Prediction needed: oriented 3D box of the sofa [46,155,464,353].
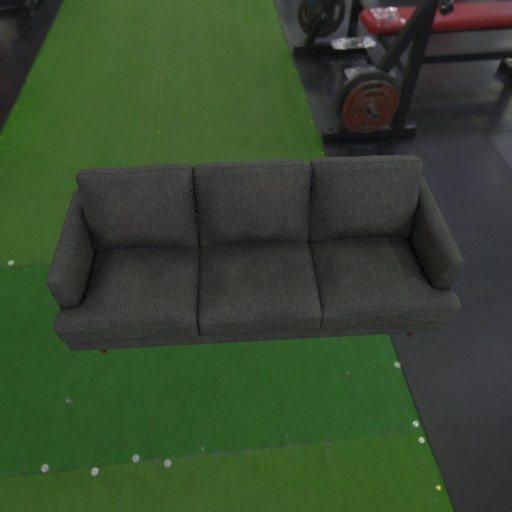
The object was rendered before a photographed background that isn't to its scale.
[{"bbox_3d":[0.000,0.000,2.673,2.246,0.930,0.903,-3,49,-2],"label":"sofa"}]
